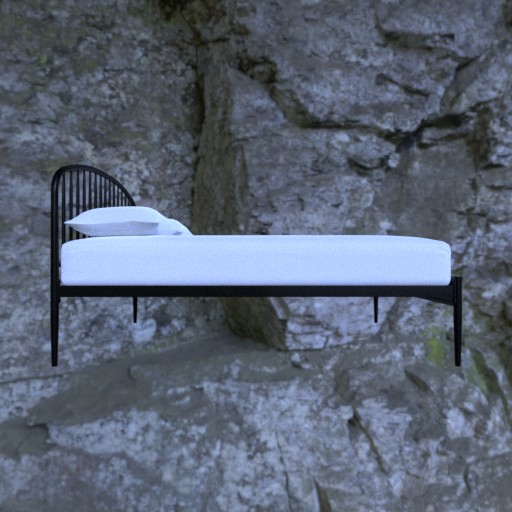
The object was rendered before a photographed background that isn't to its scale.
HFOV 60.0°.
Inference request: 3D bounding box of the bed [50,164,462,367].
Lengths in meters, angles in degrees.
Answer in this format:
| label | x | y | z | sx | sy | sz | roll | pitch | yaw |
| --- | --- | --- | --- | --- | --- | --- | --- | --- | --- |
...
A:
| label | x | y | z | sx | sy | sz | roll | pitch | yaw |
| --- | --- | --- | --- | --- | --- | --- | --- | --- | --- |
| bed | 0.000 | 0.000 | 3.116 | 2.159 | 1.166 | 1.618 | 0 | 0 | 0 |
